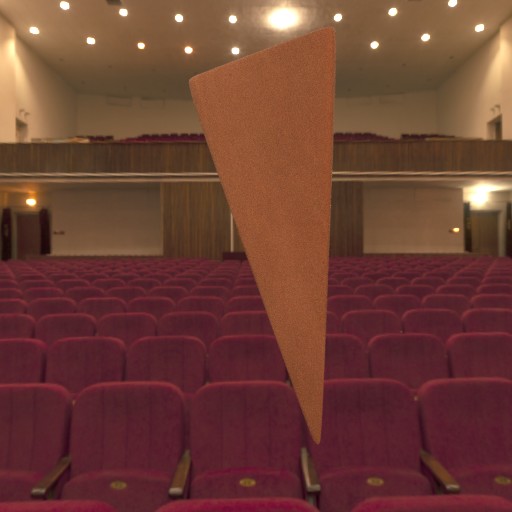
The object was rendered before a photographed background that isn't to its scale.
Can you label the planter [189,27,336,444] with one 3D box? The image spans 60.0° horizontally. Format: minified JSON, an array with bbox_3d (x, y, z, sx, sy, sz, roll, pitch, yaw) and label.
[{"bbox_3d":[0.000,0.000,0.266,0.081,0.224,0.101,0,-1,0],"label":"planter"}]
